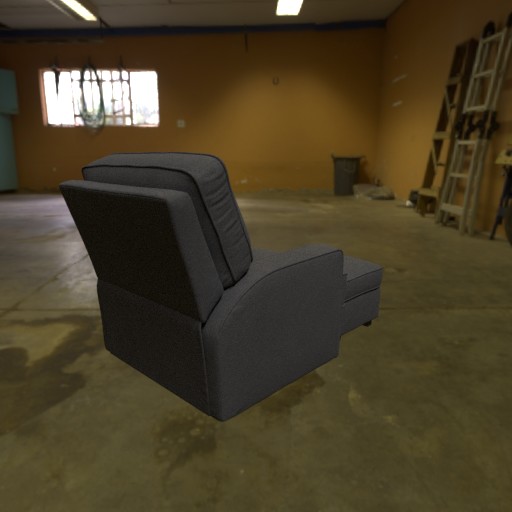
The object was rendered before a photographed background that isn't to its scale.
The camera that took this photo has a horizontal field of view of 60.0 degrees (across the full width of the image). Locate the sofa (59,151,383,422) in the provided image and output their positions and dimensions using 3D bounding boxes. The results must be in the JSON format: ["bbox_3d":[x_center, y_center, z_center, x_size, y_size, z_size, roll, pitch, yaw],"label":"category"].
[{"bbox_3d":[0.000,0.000,2.082,0.861,0.959,1.472,13,19,43],"label":"sofa"}]
